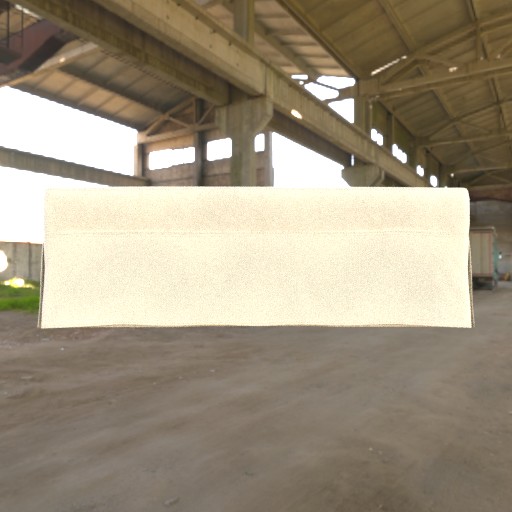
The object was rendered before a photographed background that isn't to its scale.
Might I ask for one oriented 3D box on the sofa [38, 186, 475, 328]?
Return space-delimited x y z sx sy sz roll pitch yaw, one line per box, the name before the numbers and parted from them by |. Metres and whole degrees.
sofa | 0.000 0.000 2.090 1.677 0.552 0.939 0 -1 -1
